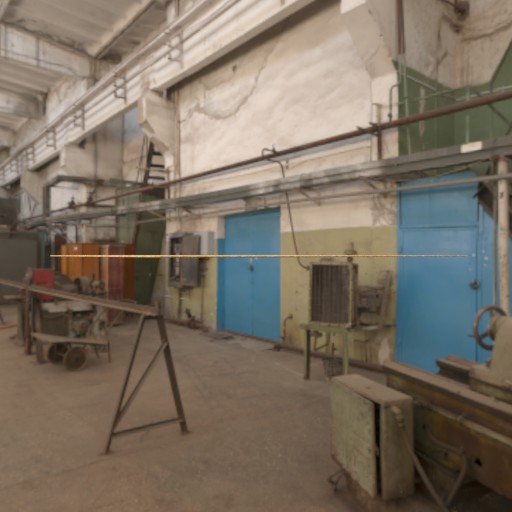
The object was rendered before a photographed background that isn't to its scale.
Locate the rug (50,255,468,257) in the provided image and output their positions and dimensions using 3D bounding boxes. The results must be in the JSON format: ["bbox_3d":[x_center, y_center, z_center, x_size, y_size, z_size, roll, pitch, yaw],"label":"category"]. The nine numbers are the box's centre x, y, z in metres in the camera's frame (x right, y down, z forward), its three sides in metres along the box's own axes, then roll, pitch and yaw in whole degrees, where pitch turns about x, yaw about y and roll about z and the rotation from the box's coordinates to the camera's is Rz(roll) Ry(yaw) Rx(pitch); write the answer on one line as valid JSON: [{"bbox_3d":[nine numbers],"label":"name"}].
[{"bbox_3d":[0.000,0.000,4.114,3.037,0.011,2.433,0,0,-37],"label":"rug"}]
